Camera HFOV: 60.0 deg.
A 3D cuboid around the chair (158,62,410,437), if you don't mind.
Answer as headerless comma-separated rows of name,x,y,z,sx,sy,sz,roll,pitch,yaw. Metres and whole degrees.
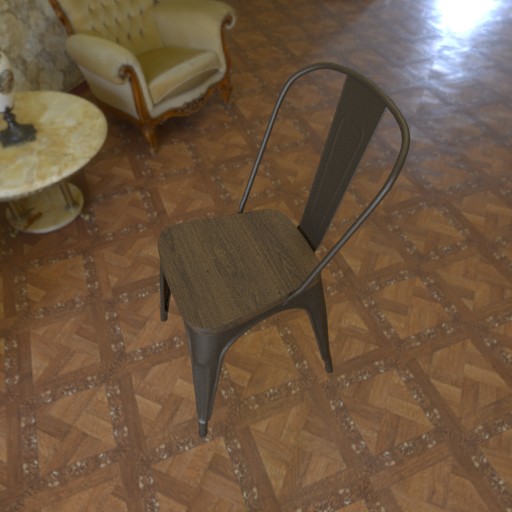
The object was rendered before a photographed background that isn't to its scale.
chair,0.000,0.000,1.157,0.532,0.844,0.451,-17,49,-16
